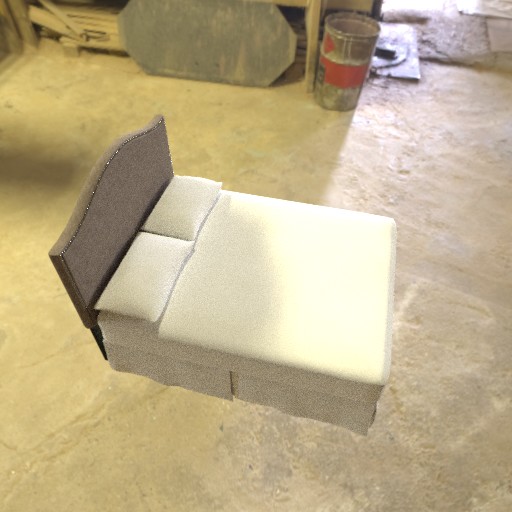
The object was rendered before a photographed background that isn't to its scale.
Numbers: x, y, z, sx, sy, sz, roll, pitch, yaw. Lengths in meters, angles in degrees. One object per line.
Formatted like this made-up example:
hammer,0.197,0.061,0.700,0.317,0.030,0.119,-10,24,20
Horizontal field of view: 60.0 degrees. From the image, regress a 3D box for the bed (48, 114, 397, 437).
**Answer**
bed,0.000,0.000,3.352,2.153,1.518,1.713,10,48,9
